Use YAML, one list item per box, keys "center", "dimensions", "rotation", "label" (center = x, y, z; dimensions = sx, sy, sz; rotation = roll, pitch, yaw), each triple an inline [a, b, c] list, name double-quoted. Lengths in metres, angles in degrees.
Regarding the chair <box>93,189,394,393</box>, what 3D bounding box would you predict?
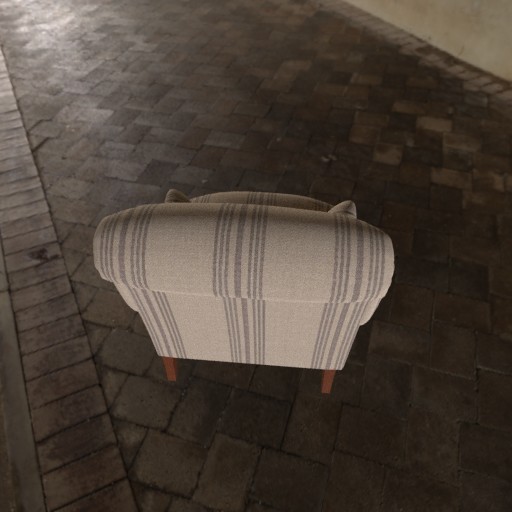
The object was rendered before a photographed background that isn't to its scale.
- center: [0.000, 0.000, 1.648]
  dimensions: [0.813, 0.940, 0.914]
  rotation: [4, 46, 4]
  label: "chair"
